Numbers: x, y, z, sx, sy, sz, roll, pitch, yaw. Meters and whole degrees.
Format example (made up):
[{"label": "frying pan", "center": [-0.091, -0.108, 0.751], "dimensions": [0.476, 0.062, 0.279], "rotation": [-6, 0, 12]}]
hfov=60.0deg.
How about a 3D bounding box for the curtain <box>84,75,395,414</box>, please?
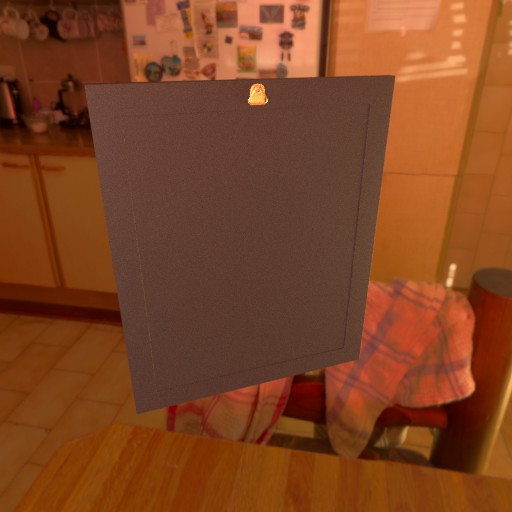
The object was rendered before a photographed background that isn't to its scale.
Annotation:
[{"label": "curtain", "center": [0.000, 0.000, 0.789], "dimensions": [0.483, 0.585, 0.027], "rotation": [-9, 27, -17]}]
